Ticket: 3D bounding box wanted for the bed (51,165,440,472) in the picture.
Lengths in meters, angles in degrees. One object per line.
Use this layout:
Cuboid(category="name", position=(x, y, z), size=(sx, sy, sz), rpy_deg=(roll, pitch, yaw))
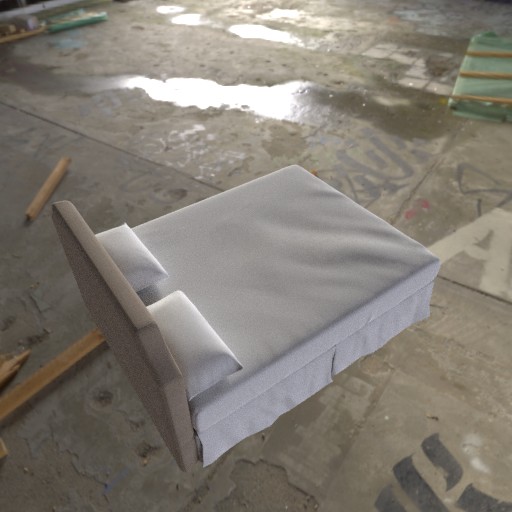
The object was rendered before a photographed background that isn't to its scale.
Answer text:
Cuboid(category="bed", position=(0.000, 0.000, 3.590), size=(2.498, 1.293, 1.977), rpy_deg=(-26, 48, -26))
